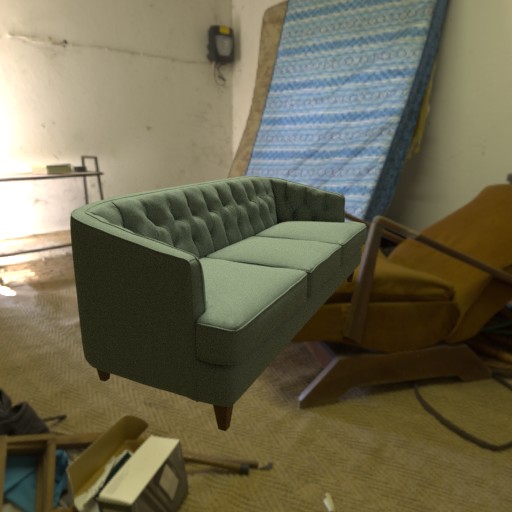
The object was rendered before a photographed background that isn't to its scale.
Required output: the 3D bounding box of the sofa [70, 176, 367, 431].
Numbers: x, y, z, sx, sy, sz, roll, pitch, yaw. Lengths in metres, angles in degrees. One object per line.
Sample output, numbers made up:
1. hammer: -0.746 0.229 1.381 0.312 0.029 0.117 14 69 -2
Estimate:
1. sofa: 0.000 0.000 2.743 0.941 0.855 2.278 7 16 24
